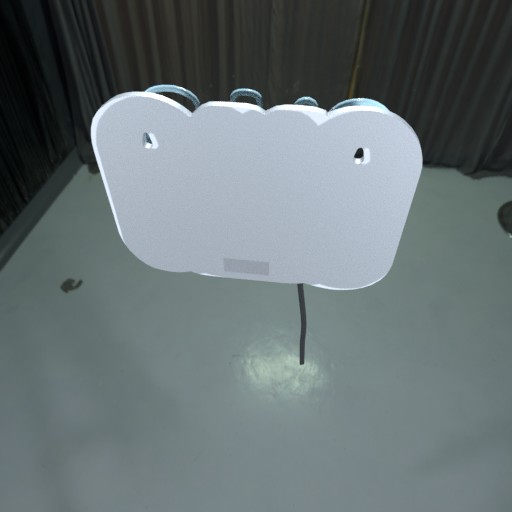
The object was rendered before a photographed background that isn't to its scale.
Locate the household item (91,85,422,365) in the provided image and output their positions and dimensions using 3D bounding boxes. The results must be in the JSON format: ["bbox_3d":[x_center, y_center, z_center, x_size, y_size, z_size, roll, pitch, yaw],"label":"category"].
[{"bbox_3d":[0.000,0.000,0.375,0.211,0.294,0.042,5,46,5],"label":"household item"}]
